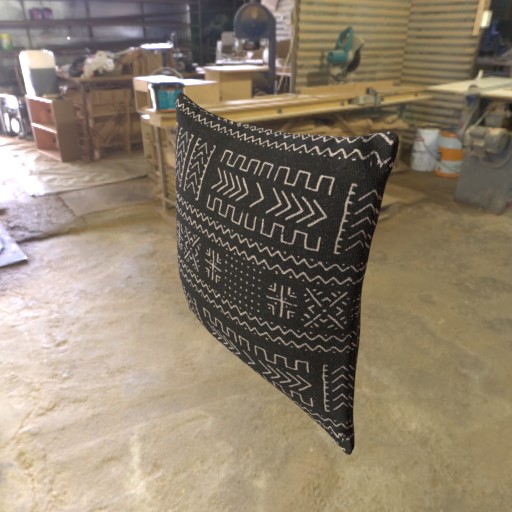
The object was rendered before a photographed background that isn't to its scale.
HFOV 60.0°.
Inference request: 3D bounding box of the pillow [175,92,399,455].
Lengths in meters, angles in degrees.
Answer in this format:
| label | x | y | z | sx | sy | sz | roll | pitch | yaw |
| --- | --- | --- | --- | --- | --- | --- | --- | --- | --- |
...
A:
| label | x | y | z | sx | sy | sz | roll | pitch | yaw |
| --- | --- | --- | --- | --- | --- | --- | --- | --- | --- |
| pillow | 0.000 | 0.000 | 0.661 | 0.164 | 0.430 | 0.438 | -19 | 32 | -32 |
